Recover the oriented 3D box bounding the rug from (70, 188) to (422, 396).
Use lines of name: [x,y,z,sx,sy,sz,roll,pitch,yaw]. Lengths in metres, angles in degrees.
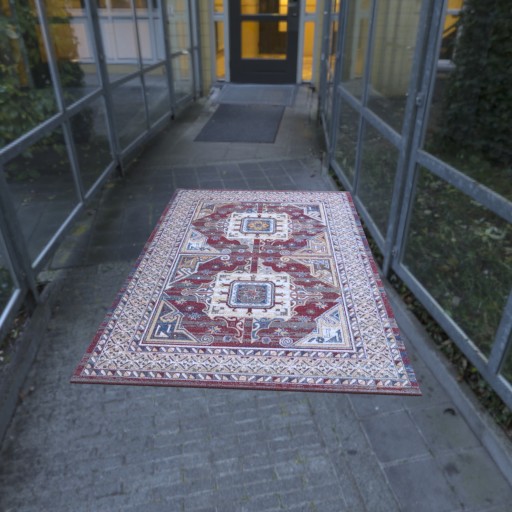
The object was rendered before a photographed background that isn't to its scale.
rug: [0.000,0.000,5.784,3.033,0.033,4.578,1,30,2]
